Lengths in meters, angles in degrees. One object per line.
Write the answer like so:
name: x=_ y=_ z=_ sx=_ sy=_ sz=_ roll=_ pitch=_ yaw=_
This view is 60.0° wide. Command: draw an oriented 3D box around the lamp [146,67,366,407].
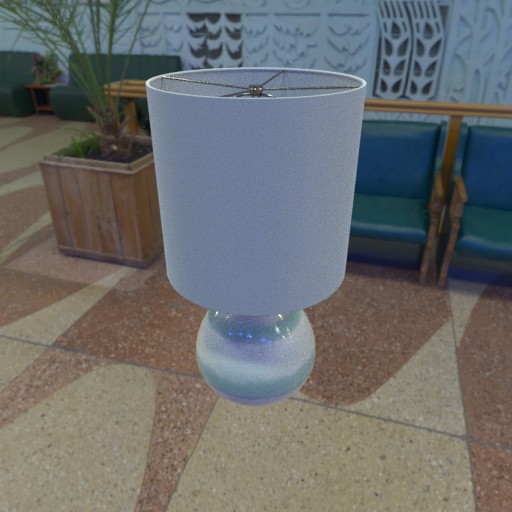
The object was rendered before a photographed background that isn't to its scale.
lamp: x=0.000 y=0.000 z=0.542 sx=0.217 sy=0.404 sz=0.217 roll=9 pitch=30 yaw=16
